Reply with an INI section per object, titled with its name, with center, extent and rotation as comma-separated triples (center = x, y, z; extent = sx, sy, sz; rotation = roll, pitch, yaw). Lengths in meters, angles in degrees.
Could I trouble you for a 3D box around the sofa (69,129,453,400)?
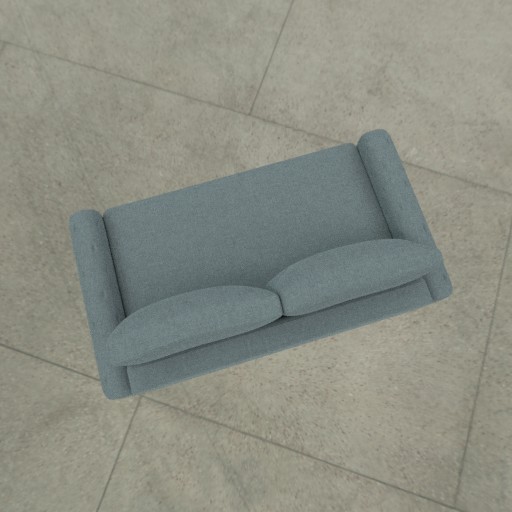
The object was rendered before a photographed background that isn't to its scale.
[sofa]
center = 0.000, 0.000, 2.147
extent = 1.650, 0.790, 0.920
rotation = -16, 76, -4
